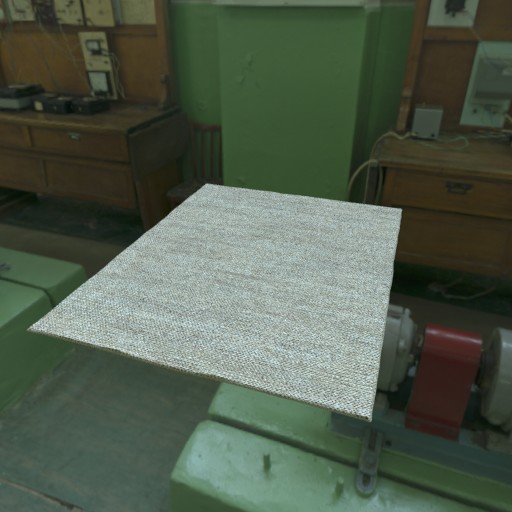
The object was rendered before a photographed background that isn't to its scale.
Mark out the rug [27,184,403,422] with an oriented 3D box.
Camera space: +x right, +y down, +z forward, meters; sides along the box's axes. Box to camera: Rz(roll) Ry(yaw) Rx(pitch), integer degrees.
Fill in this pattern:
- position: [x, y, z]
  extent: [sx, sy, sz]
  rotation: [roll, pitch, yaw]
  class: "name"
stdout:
- position: [0.000, 0.000, 4.072]
  extent: [2.429, 0.030, 3.052]
  rotation: [10, 32, 16]
  class: "rug"
